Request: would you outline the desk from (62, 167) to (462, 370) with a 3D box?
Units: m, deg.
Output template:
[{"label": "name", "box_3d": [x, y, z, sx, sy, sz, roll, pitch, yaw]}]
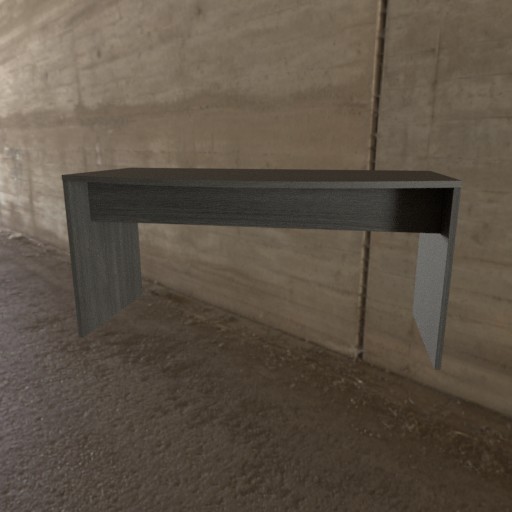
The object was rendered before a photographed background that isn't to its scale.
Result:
[{"label": "desk", "box_3d": [0.000, 0.000, 2.054, 1.600, 0.750, 0.802, 3, 14, 11]}]
